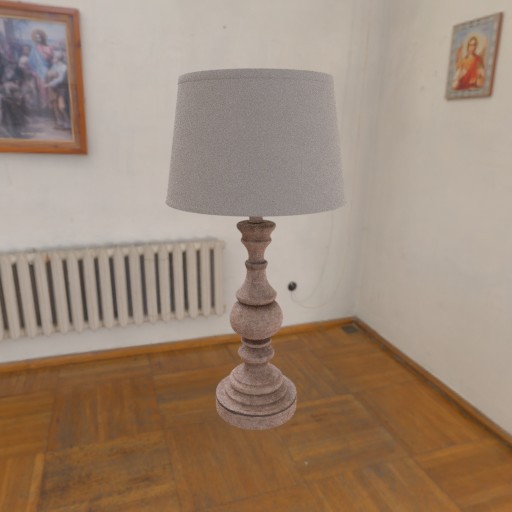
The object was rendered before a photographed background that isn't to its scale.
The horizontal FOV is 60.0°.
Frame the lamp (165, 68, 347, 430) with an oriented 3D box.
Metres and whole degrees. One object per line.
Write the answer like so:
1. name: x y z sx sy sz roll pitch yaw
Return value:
1. lamp: 0.000 0.000 0.878 0.340 0.678 0.340 0 16 0
